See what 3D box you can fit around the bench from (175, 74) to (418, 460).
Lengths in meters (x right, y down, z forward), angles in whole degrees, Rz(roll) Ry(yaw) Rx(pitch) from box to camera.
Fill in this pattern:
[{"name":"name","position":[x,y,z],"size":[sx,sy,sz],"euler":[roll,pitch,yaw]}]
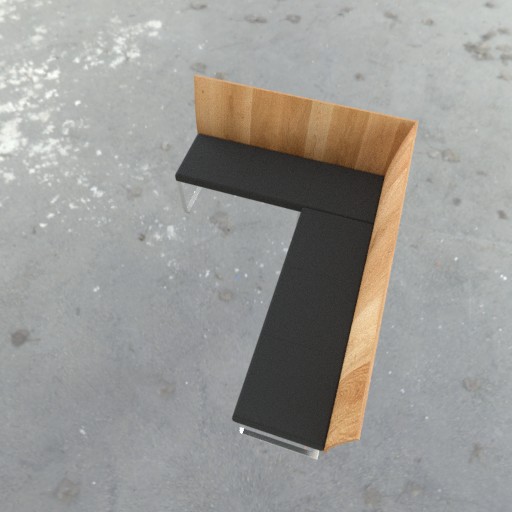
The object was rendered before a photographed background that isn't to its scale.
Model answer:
[{"name":"bench","position":[0.000,0.000,2.779],"size":[1.495,0.930,1.945],"euler":[15,60,9]}]
